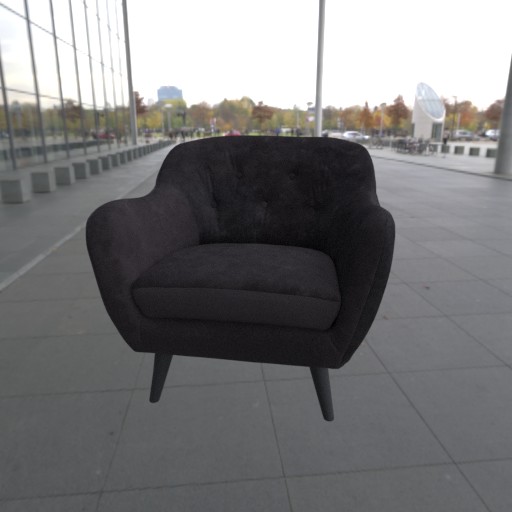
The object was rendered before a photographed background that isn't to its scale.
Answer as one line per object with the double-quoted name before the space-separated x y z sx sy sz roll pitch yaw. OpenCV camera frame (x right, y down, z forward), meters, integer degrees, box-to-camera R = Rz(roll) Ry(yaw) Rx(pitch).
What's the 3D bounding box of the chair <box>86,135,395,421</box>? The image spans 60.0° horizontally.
"chair" 0.000 0.000 1.552 0.840 0.807 0.819 3 16 9
